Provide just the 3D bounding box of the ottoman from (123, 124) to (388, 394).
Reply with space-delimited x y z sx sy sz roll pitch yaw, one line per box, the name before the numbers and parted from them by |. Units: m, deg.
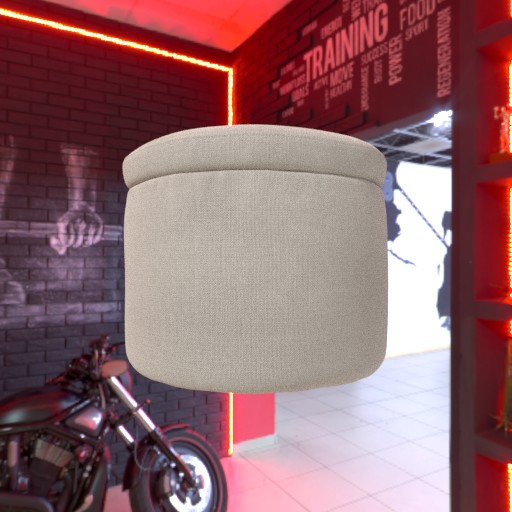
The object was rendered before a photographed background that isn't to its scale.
ottoman | 0.000 0.000 0.870 0.497 0.409 0.497 0 -1 0
